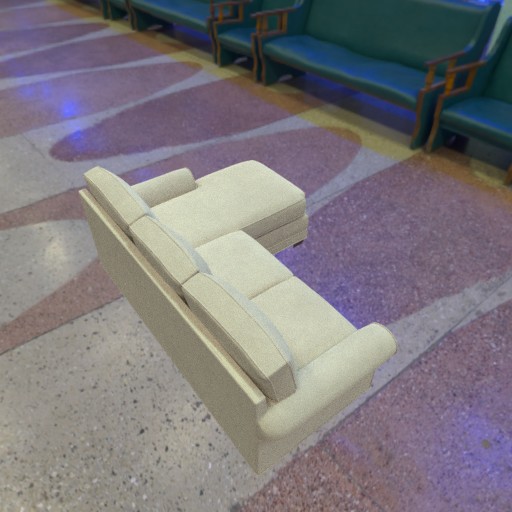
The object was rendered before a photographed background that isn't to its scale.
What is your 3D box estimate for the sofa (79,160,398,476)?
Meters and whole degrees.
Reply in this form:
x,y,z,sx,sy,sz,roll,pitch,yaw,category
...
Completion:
x,y,z,sx,sy,sz,roll,pitch,yaw,category
0.000,0.000,2.382,1.226,0.734,1.770,-27,48,-27,sofa
